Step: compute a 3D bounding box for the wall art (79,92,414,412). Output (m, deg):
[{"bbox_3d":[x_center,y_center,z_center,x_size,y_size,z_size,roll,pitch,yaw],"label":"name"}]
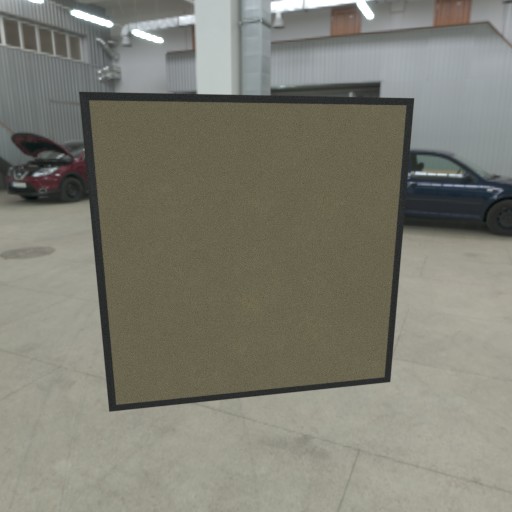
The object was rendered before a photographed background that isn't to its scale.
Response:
[{"bbox_3d":[0.000,0.000,0.745,0.509,0.507,0.037,-3,15,-10],"label":"wall art"}]
